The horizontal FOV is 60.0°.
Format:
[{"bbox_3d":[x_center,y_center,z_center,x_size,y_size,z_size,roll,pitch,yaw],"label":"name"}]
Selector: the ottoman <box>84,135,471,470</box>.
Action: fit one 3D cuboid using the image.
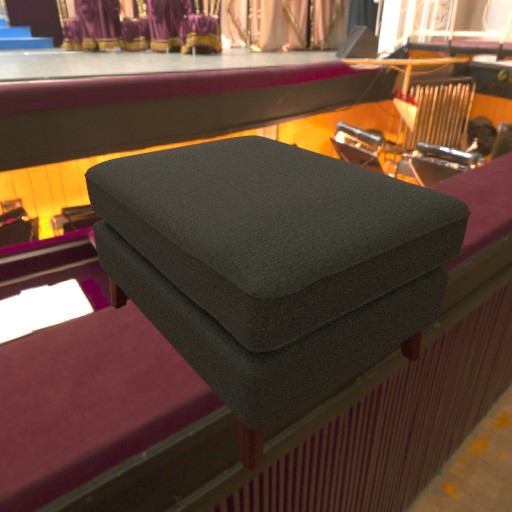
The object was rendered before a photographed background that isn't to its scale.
[{"bbox_3d":[0.000,0.000,1.218,0.629,0.503,0.835,-19,34,-32],"label":"ottoman"}]
